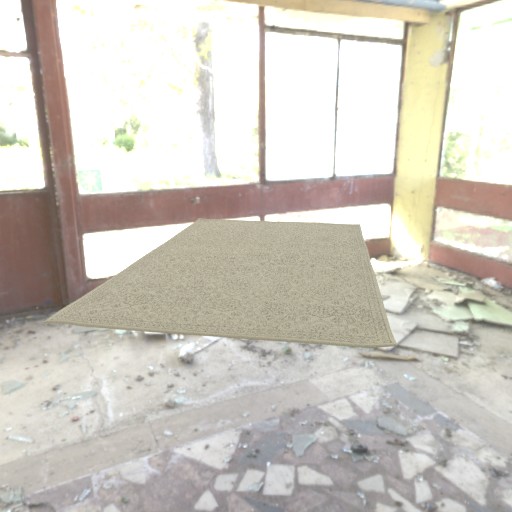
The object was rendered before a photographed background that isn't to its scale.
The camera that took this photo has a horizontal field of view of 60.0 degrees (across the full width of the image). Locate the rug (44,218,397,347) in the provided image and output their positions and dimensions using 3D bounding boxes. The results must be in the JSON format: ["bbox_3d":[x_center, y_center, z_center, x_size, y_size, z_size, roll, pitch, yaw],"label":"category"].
[{"bbox_3d":[0.000,0.000,2.395,1.214,0.023,1.947,3,16,9],"label":"rug"}]
